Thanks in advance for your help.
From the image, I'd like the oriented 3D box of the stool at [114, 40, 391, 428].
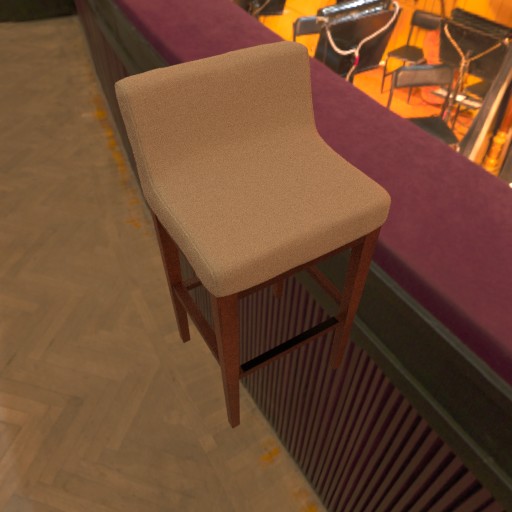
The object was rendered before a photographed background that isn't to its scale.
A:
[{"bbox_3d":[0.000,0.000,1.336,0.511,1.037,0.500,-23,50,-21],"label":"stool"}]
